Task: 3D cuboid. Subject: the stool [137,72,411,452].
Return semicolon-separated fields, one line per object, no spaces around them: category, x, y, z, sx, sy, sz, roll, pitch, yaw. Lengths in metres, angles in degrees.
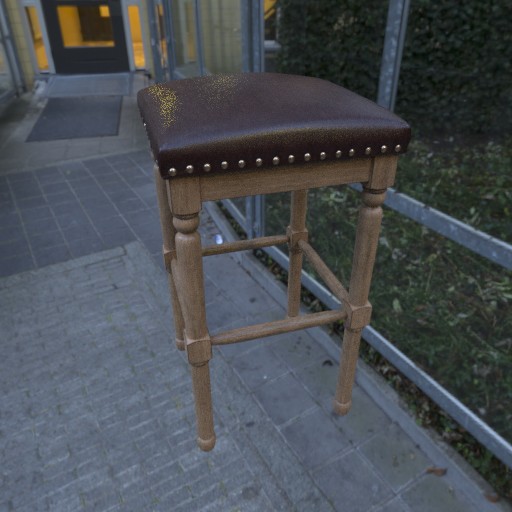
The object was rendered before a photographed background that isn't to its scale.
stool;0.000;0.000;0.926;0.383;0.702;0.382;-9;33;-14
